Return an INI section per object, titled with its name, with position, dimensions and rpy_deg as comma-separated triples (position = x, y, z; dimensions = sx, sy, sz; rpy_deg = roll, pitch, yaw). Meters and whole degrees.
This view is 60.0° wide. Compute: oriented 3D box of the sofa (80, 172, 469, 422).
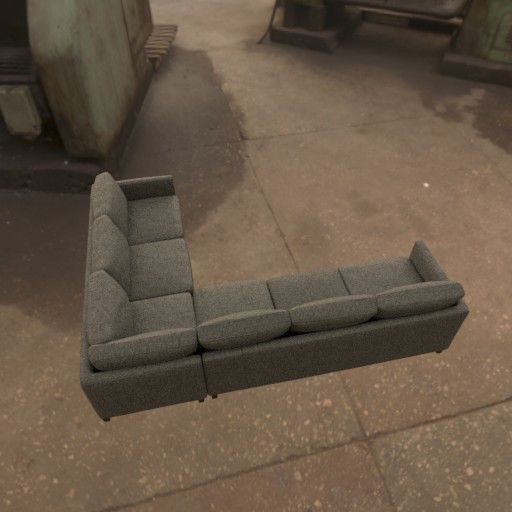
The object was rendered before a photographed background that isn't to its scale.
[sofa]
position = 0.000, 0.000, 4.599
dimensions = 3.302, 0.947, 2.593
rpy_deg = -9, 47, -8
